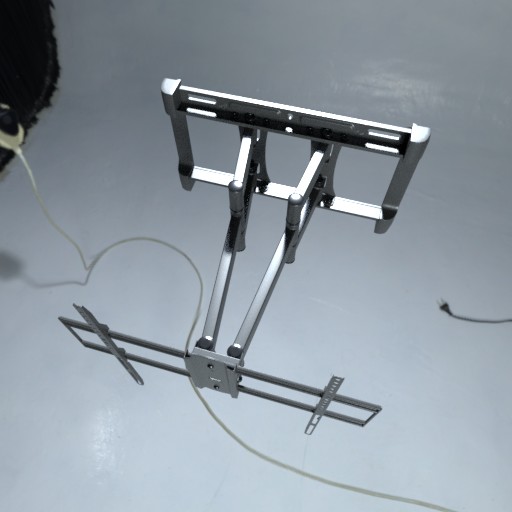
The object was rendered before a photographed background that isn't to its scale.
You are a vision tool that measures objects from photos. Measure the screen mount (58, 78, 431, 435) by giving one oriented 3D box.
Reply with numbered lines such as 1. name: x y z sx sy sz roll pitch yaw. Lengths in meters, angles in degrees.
1. screen mount: 0.000 0.000 1.079 0.661 0.491 0.644 14 60 8
